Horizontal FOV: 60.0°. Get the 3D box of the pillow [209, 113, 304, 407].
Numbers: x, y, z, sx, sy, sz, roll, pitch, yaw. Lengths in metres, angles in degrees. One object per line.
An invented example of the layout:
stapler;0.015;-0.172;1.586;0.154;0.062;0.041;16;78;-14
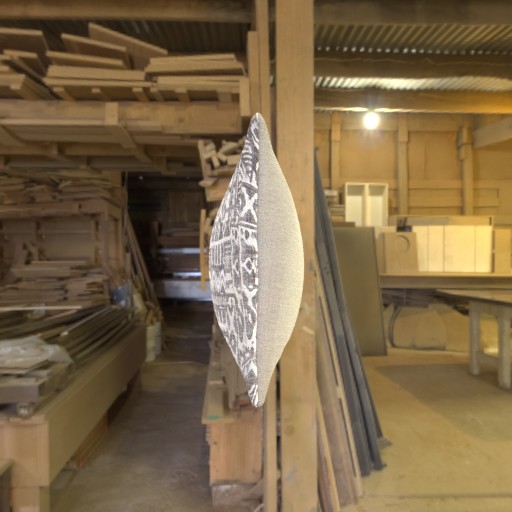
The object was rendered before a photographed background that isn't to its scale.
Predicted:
pillow;0.000;0.000;0.743;0.148;0.290;0.631;0;1;0
